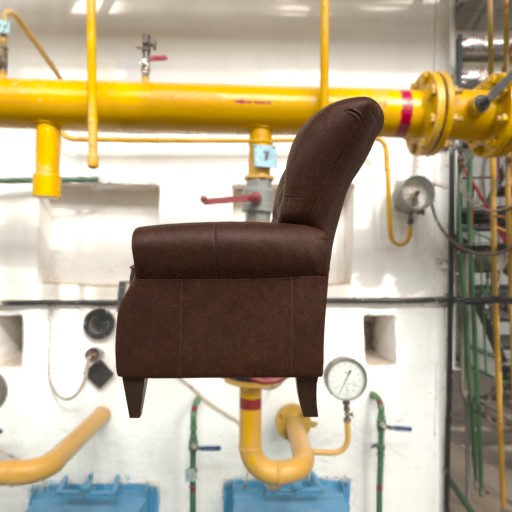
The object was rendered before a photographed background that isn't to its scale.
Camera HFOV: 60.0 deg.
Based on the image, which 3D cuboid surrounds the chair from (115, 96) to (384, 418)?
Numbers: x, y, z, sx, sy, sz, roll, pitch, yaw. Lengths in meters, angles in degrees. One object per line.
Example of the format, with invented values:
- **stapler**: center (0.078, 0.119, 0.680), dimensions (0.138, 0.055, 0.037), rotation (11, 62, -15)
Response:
- **chair**: center (0.000, 0.000, 1.949), dimensions (1.031, 1.162, 0.979), rotation (0, -1, -1)
